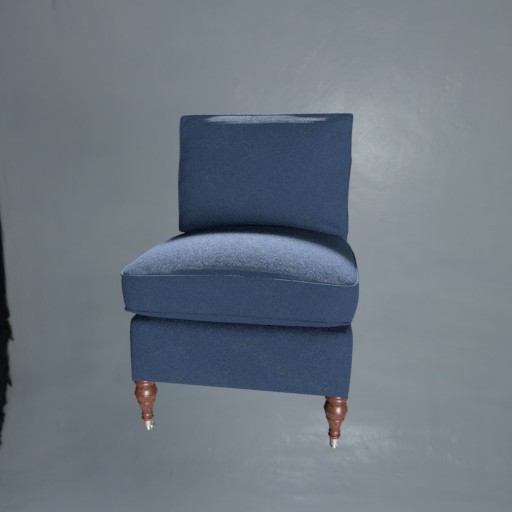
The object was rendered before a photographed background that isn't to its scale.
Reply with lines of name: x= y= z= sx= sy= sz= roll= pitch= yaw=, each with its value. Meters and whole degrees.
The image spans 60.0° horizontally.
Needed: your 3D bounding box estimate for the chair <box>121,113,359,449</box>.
chair: x=0.000 y=0.000 z=1.676 sx=0.724 sy=1.052 sz=0.912 roll=2 pitch=15 yaw=8
